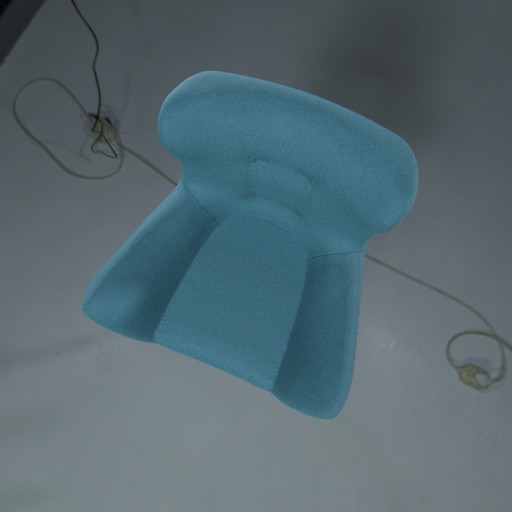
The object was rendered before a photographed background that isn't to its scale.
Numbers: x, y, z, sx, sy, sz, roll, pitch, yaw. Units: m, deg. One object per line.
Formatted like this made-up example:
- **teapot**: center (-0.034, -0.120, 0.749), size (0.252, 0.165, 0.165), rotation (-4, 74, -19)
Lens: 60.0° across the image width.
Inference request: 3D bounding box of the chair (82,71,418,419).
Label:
- **chair**: center (0.000, 0.000, 1.627), size (0.890, 0.889, 0.889), rotation (22, 76, 6)
